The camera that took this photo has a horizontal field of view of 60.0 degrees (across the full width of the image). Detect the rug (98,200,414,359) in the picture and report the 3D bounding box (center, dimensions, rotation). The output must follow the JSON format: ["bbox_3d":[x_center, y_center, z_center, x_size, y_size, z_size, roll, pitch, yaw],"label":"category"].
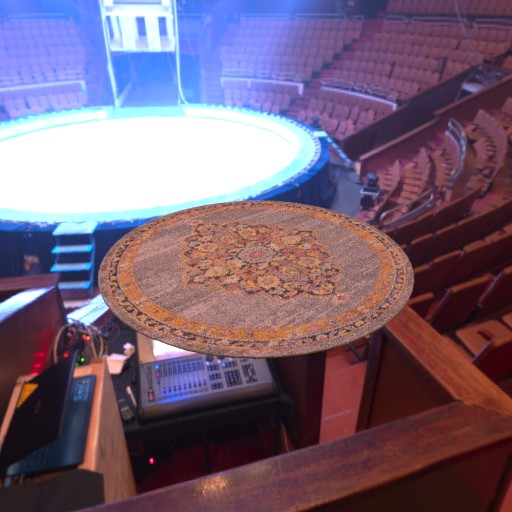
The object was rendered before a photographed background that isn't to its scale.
[{"bbox_3d":[0.000,0.000,3.497,2.382,0.014,2.382,0,28,0],"label":"rug"}]
